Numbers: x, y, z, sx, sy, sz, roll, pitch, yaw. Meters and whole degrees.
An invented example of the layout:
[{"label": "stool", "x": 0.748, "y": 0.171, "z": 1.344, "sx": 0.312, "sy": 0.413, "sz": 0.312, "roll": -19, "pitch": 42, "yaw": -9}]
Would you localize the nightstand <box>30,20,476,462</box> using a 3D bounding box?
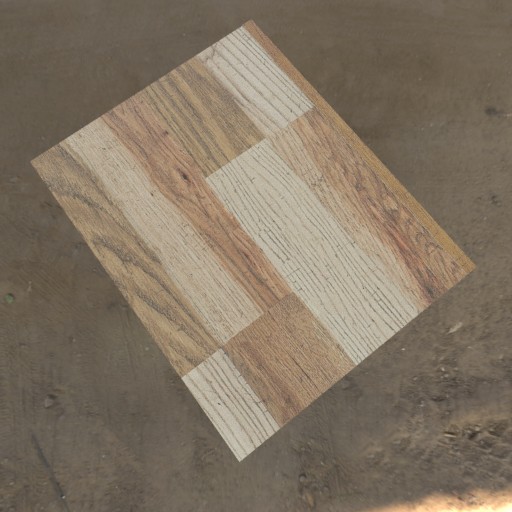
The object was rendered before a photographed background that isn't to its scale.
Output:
[{"label": "nightstand", "x": 0.000, "y": 0.000, "z": 0.992, "sx": 0.481, "sy": 0.632, "sz": 0.558, "roll": -37, "pitch": 79, "yaw": -9}]
